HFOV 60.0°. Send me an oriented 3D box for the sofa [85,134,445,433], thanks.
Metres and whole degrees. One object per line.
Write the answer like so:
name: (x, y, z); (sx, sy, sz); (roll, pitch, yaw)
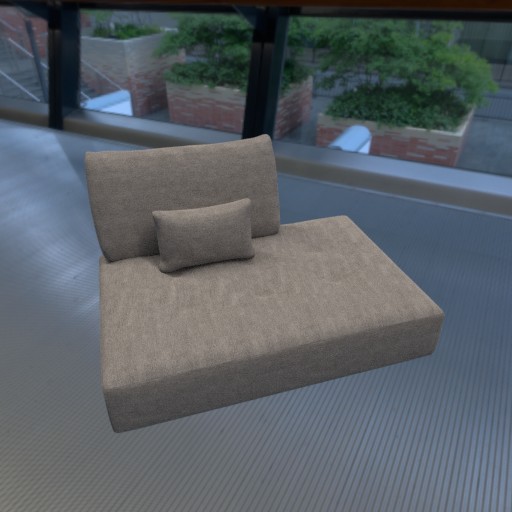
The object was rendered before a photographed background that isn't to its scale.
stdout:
sofa: (0.000, 0.000, 2.053); (1.450, 0.820, 1.002); (-10, 35, -14)
